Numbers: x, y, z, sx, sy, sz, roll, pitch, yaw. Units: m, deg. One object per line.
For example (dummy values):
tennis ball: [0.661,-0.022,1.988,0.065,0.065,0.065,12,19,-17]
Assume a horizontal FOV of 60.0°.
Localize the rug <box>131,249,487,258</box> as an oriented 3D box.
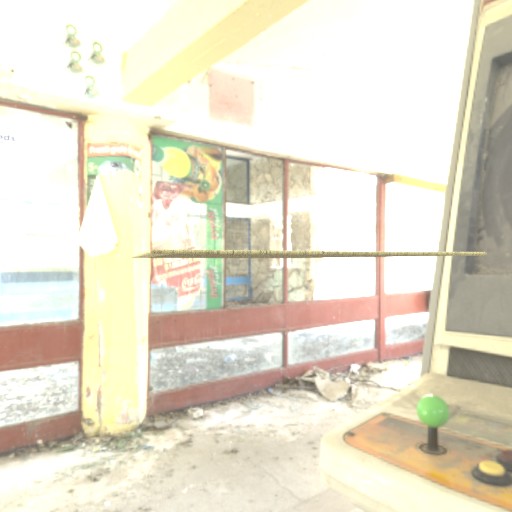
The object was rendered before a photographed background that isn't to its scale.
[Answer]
rug: [0.000,0.000,2.884,1.523,0.017,2.263,0,-1,-17]
